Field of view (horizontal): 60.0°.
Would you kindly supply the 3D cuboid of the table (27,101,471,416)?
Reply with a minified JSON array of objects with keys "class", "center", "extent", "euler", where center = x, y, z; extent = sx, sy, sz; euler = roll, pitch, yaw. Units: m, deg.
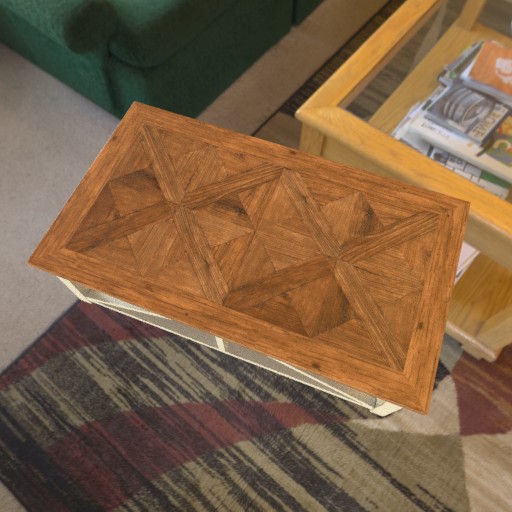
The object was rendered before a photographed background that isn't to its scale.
[{"class":"table","center":[0.000,0.000,1.774],"extent":[1.400,0.410,0.800],"euler":[19,66,9]}]
